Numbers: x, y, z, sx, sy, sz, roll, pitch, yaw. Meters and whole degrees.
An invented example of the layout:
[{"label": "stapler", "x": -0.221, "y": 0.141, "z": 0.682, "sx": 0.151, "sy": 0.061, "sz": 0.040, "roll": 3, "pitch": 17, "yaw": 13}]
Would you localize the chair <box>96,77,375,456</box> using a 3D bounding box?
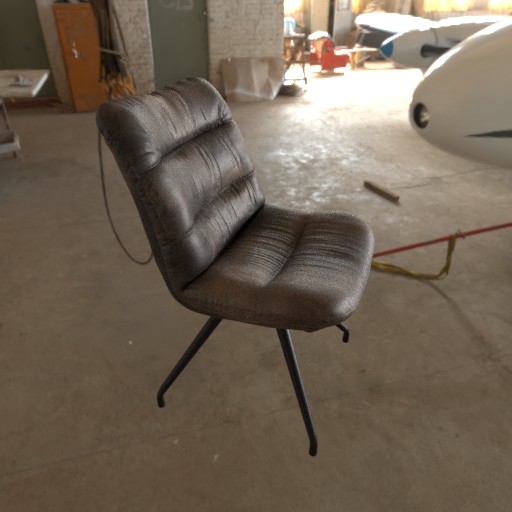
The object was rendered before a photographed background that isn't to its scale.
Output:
[{"label": "chair", "x": 0.000, "y": 0.000, "z": 1.244, "sx": 0.622, "sy": 0.870, "sz": 0.549, "roll": 11, "pitch": 32, "yaw": 17}]
